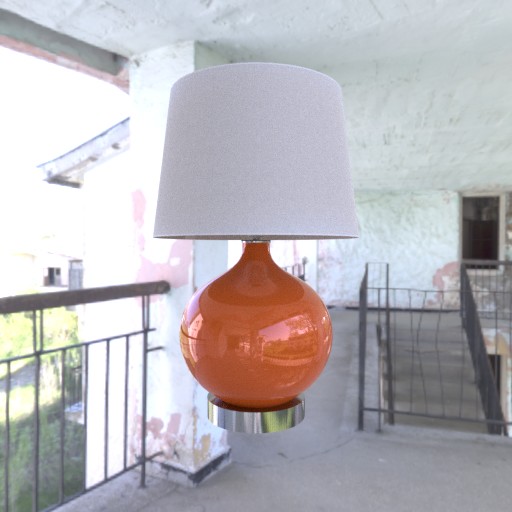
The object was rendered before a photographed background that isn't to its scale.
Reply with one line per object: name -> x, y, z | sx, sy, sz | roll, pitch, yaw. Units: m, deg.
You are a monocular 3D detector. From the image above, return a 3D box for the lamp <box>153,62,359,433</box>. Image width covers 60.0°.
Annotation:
lamp -> 0.000, 0.000, 0.543 | 0.247, 0.387, 0.247 | 0, 1, 0
